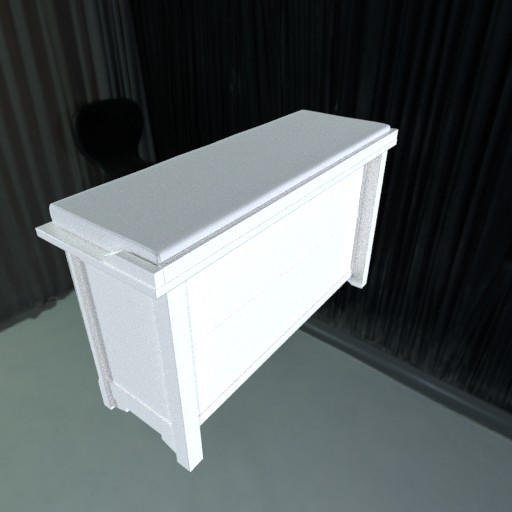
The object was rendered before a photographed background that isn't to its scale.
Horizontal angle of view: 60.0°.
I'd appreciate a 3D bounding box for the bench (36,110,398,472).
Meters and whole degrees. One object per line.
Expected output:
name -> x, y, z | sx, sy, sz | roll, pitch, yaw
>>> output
bench -> 0.000, 0.000, 1.250 | 0.346, 0.589, 0.987 | 22, 38, 31
